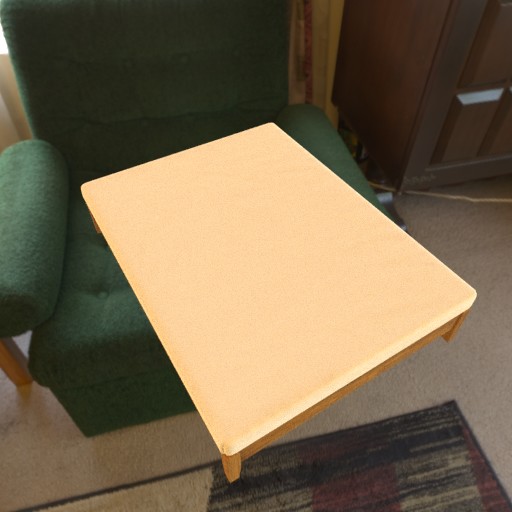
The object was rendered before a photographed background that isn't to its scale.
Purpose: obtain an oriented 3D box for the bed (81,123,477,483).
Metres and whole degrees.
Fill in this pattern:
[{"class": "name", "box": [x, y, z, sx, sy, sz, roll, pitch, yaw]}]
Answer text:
[{"class": "bed", "box": [0.000, 0.000, 2.778, 1.536, 0.431, 2.016, -24, 52, -21]}]
